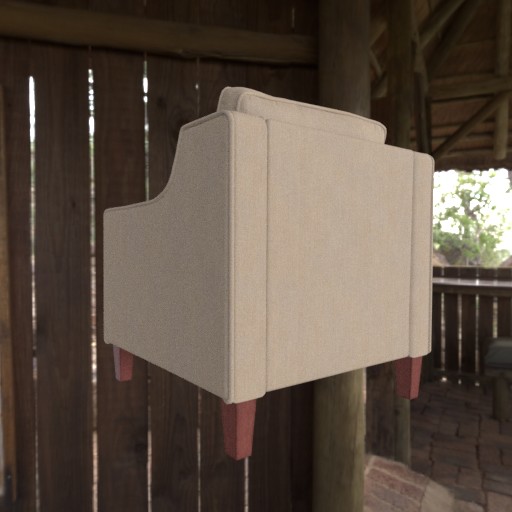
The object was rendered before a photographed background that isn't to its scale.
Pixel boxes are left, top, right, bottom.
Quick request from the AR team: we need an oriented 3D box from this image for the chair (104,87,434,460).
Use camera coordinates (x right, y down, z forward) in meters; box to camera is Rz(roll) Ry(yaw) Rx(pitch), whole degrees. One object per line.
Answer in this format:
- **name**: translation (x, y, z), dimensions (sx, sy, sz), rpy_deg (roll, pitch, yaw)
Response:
- **chair**: translation (0.000, 0.000, 1.614), dimensions (0.831, 0.960, 0.909), rpy_deg (-1, 1, -37)
